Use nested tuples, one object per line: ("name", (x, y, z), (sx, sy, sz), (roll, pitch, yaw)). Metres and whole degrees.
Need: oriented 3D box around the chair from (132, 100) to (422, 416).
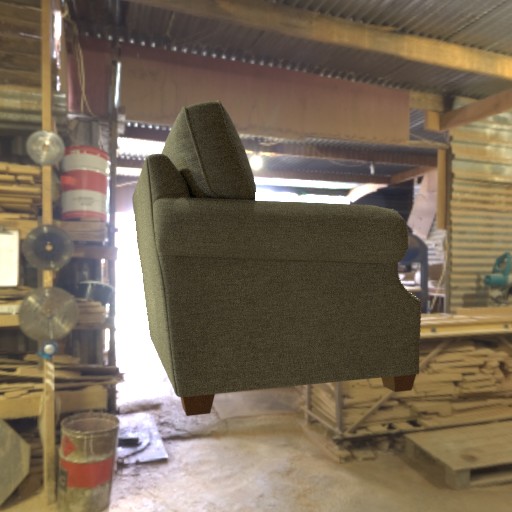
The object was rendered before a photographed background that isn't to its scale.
("chair", (0.000, 0.000, 1.863), (0.965, 0.961, 1.092), (0, 0, -18))
